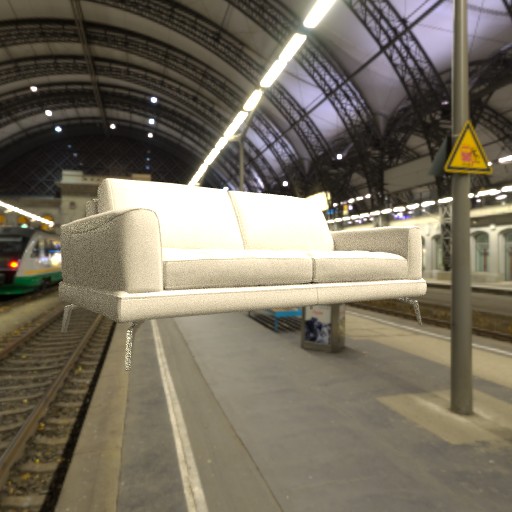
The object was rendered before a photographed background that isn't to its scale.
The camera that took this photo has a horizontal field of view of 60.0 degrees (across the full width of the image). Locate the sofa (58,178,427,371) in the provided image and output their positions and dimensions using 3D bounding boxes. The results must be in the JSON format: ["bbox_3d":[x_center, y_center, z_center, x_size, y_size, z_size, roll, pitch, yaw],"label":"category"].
[{"bbox_3d":[0.000,0.000,2.838,2.177,0.930,1.121,0,0,-36],"label":"sofa"}]
